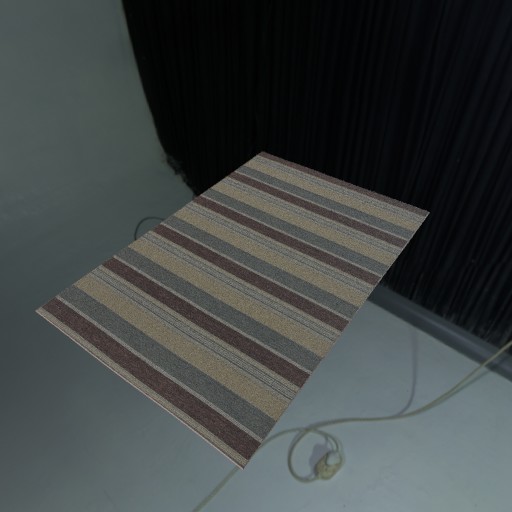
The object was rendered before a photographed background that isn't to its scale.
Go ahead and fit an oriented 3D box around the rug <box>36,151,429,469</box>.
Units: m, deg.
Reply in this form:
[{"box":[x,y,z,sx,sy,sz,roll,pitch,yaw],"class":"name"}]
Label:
[{"box":[0.000,0.000,2.347,1.219,0.008,1.829,26,49,26],"class":"rug"}]
